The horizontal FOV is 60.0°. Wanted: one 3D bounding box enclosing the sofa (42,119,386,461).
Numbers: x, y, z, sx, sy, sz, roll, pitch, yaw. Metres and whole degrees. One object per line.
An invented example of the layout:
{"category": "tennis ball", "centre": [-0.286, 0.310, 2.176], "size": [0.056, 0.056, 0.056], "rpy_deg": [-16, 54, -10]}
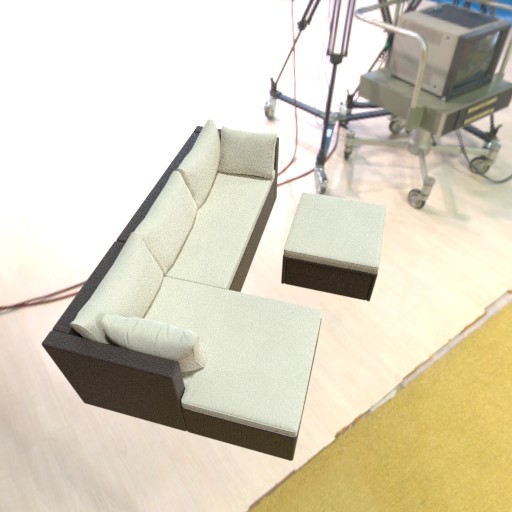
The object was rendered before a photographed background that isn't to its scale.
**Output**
{"category": "sofa", "centre": [0.000, 0.000, 2.953], "size": [1.612, 0.766, 2.192], "rpy_deg": [11, 47, 11]}
